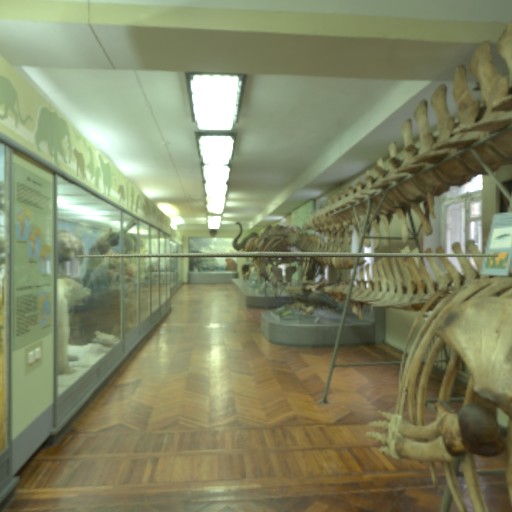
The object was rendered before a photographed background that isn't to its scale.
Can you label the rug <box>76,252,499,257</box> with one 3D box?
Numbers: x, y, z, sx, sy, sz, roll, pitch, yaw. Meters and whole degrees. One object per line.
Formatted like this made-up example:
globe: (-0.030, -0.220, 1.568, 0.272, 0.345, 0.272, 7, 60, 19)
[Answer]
rug: (0.000, 0.000, 2.791, 1.608, 0.014, 2.213, 0, 0, -36)
